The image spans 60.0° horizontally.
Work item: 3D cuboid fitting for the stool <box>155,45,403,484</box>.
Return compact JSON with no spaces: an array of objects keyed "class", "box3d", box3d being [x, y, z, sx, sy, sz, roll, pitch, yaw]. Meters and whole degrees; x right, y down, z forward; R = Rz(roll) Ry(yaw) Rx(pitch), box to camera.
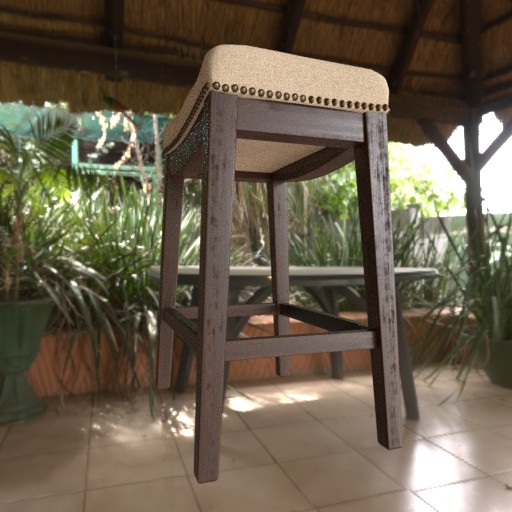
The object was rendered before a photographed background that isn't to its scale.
[{"class":"stool","box3d":[0.000,0.000,0.947,0.363,0.669,0.509,0,0,-20]}]
